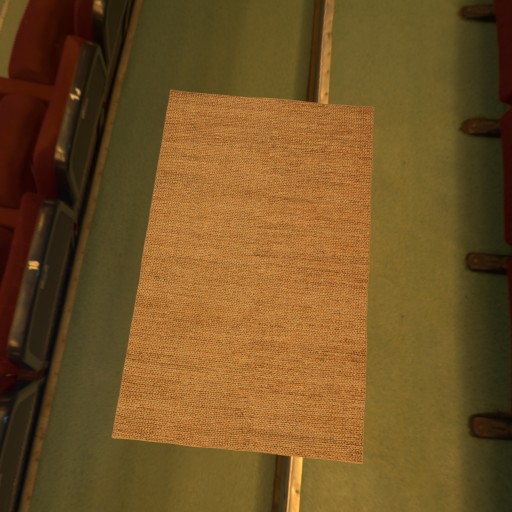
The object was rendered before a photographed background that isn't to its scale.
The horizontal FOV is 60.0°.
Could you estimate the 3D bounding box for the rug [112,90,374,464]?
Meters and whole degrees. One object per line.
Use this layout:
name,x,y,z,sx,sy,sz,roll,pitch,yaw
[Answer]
rug,0.000,0.000,2.978,1.521,0.034,2.438,5,75,1
